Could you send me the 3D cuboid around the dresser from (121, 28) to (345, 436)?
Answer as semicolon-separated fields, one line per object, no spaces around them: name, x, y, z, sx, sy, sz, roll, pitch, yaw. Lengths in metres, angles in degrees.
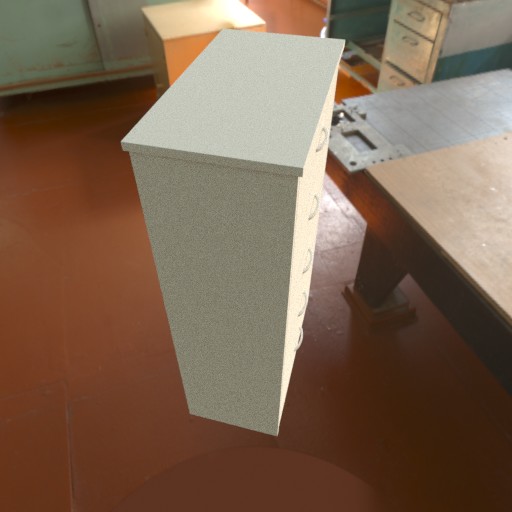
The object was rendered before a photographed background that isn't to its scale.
dresser;0.000;0.000;1.570;0.399;1.255;0.704;10;46;10
